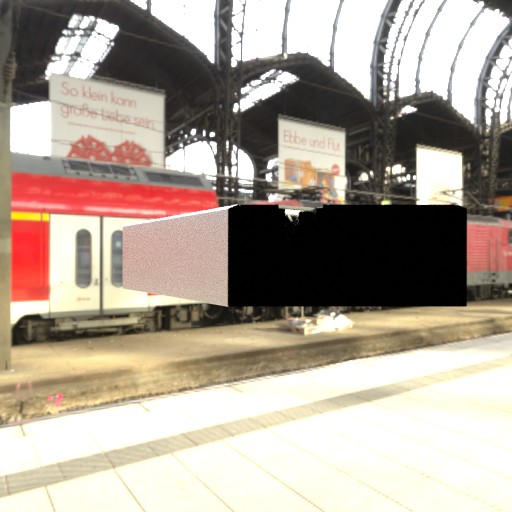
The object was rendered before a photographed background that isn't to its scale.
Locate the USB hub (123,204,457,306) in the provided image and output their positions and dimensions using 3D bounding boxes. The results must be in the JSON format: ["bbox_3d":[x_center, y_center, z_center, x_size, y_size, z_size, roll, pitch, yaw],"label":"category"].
[{"bbox_3d":[0.000,0.000,0.129,0.044,0.023,0.110,0,0,-35],"label":"USB hub"}]
